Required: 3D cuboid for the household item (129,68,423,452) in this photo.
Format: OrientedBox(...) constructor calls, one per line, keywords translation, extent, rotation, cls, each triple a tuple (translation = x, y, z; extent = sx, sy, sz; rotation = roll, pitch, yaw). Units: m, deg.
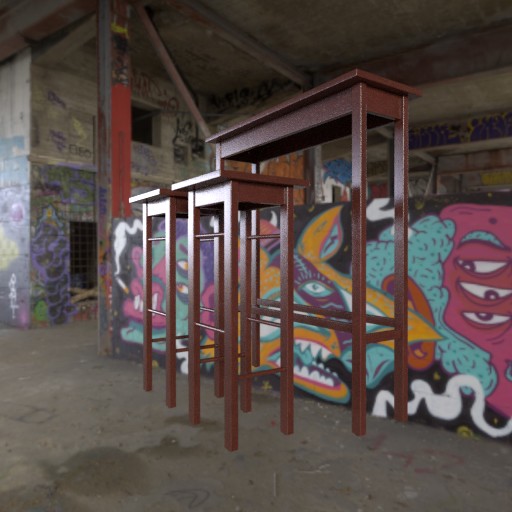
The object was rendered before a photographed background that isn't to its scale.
OrientedBox(translation=(0.000, 0.000, 1.618), extent=(0.676, 1.067, 0.914), rotation=(0, 0, -34), cls="household item")
